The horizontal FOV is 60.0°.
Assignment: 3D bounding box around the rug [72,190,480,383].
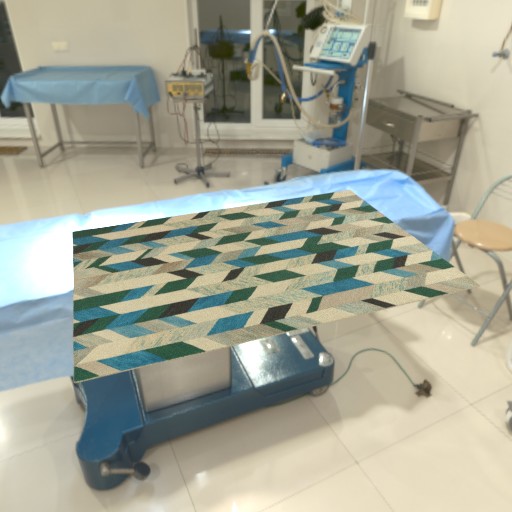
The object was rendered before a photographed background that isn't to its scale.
[{"bbox_3d":[0.000,0.000,2.335,1.827,0.005,1.229,-10,33,-17],"label":"rug"}]
